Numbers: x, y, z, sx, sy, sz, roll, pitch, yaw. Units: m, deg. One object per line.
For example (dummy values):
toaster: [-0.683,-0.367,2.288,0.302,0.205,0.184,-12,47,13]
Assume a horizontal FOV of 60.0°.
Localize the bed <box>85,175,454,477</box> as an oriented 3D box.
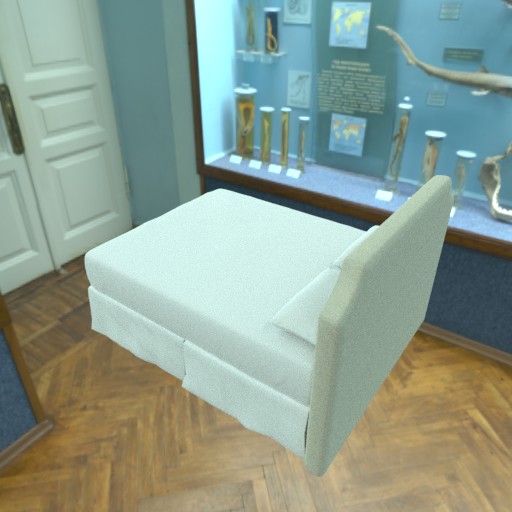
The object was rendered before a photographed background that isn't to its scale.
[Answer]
bed: [0.000,0.000,3.176,2.116,1.290,1.693,21,37,31]
